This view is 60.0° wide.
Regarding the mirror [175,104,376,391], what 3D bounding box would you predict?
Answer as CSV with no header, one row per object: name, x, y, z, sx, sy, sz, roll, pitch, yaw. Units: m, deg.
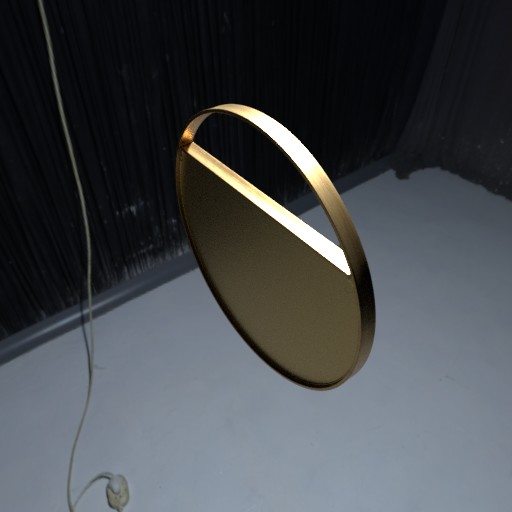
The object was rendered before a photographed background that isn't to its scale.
mirror,0.000,0.000,0.859,0.032,0.565,0.565,-27,48,-27
